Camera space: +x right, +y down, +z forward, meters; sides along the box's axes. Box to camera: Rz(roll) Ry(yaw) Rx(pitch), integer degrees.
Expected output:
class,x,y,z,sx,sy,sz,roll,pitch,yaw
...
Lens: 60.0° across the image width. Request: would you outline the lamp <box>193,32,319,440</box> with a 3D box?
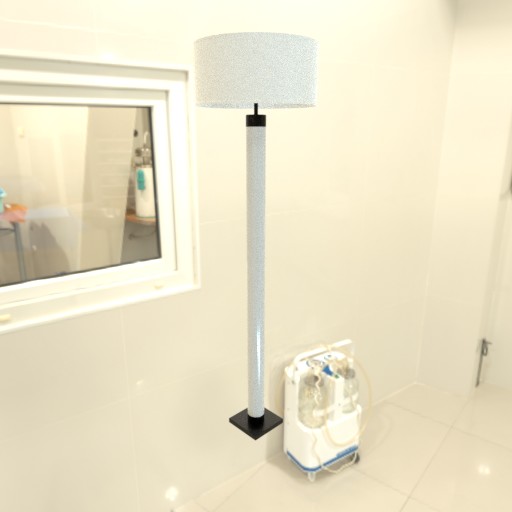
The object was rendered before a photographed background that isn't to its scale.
class,x,y,z,sx,sy,sz,roll,pitch,yaw
lamp,0.000,0.000,1.674,0.420,1.475,0.420,-15,22,-42
